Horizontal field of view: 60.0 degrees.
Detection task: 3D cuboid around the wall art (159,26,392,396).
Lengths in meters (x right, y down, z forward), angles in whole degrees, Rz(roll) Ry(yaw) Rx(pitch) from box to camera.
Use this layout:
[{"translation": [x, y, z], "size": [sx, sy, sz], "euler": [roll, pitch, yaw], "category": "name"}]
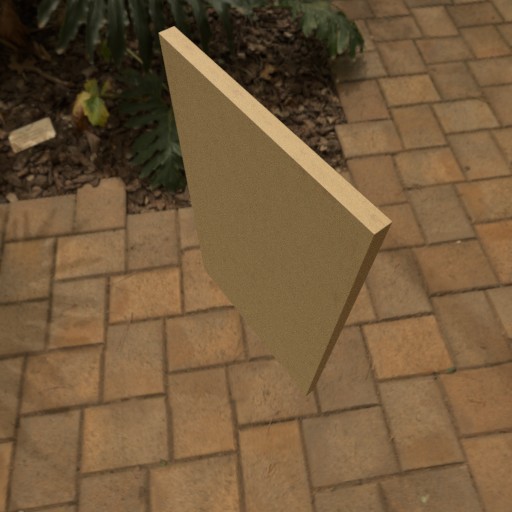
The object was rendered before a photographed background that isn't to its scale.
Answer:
[{"translation": [0.000, 0.000, 0.992], "size": [0.039, 0.810, 0.510], "euler": [-33, 65, -18], "category": "wall art"}]
